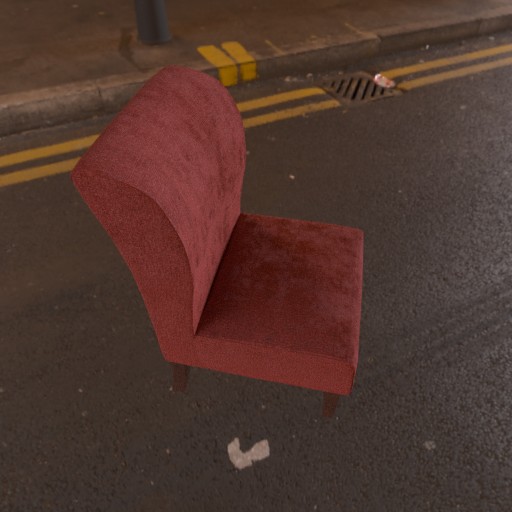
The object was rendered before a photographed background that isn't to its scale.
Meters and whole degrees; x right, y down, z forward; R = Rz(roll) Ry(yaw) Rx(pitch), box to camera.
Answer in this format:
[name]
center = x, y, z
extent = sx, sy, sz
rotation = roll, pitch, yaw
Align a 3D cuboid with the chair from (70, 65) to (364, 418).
[chair]
center = 0.000, 0.000, 1.262
extent = 0.640, 0.846, 0.538
rotation = 9, 45, 9
